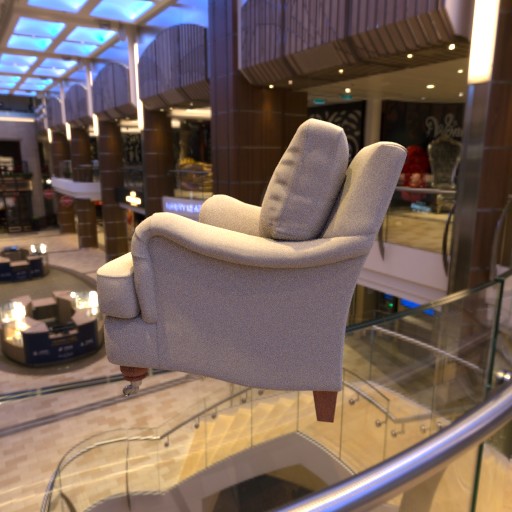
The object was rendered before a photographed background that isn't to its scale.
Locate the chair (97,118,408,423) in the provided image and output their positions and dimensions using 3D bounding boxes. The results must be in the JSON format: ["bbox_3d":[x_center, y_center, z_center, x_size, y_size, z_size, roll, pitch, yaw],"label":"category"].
[{"bbox_3d":[0.000,0.000,1.911,1.078,1.076,0.895,2,13,10],"label":"chair"}]
